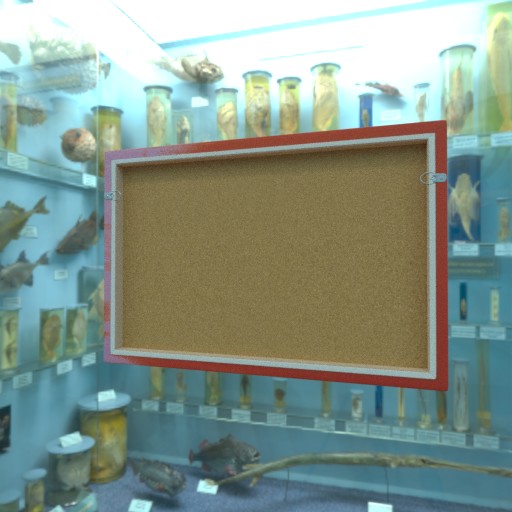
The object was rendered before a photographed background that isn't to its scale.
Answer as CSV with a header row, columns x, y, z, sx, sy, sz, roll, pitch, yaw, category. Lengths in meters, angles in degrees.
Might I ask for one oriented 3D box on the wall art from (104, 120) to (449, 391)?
x,y,z,sx,sy,sz,roll,pitch,yaw,category
0.000,0.000,1.147,0.913,0.609,0.040,0,-1,18,wall art
